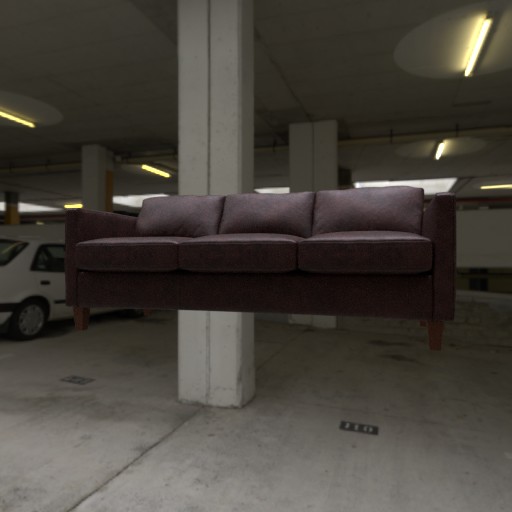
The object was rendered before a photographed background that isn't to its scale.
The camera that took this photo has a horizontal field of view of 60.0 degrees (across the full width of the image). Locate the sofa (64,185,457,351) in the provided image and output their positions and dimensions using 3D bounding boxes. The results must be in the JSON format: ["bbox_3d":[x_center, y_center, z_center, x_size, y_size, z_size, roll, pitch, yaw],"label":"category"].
[{"bbox_3d":[0.000,0.000,3.063,2.464,1.006,1.045,0,0,17],"label":"sofa"}]
